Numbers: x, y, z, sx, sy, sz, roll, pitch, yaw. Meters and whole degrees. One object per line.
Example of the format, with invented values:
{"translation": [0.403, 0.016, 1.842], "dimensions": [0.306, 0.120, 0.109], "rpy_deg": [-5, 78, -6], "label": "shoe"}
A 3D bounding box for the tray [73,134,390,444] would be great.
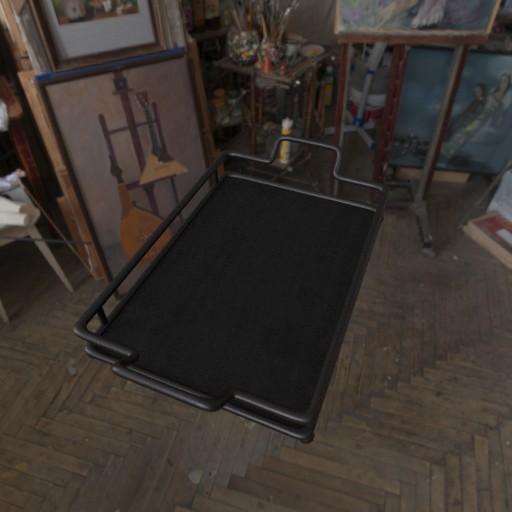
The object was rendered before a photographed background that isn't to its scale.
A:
{"translation": [0.000, 0.000, 0.619], "dimensions": [0.297, 0.101, 0.495], "rpy_deg": [16, 47, 16], "label": "tray"}
